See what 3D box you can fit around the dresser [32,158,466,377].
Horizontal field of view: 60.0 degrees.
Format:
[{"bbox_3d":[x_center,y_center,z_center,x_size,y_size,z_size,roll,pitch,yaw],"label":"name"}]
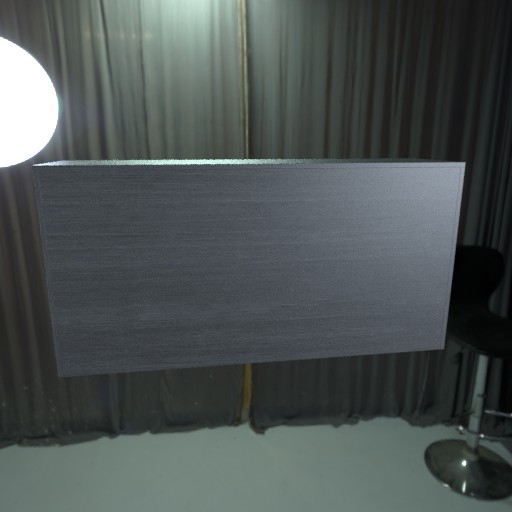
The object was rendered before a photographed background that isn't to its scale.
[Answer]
[{"bbox_3d":[0.000,0.000,1.901,1.590,0.795,0.400,-2,15,-8],"label":"dresser"}]
